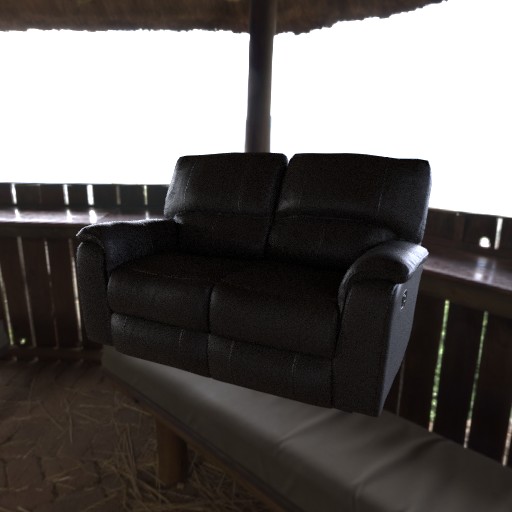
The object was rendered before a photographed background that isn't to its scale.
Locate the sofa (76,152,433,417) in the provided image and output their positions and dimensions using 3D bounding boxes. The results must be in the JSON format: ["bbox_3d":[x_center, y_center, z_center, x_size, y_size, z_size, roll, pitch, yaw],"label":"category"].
[{"bbox_3d":[0.000,0.000,2.452,1.765,1.111,1.104,7,15,26],"label":"sofa"}]
